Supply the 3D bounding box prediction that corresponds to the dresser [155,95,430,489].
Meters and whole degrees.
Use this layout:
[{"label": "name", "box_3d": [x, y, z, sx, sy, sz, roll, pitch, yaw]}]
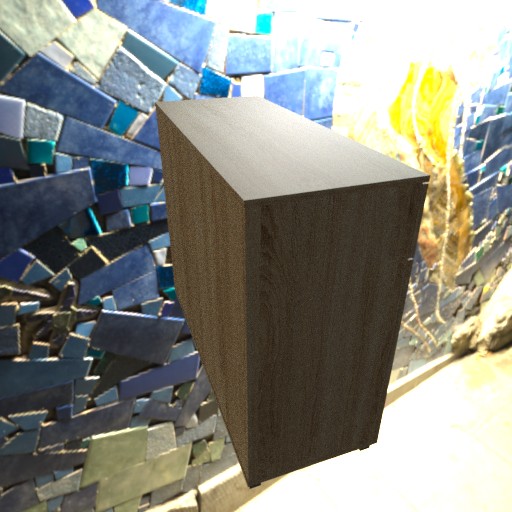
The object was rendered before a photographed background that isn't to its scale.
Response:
[{"label": "dresser", "box_3d": [0.000, 0.000, 1.581, 0.450, 0.900, 1.100, -10, 31, -17]}]
